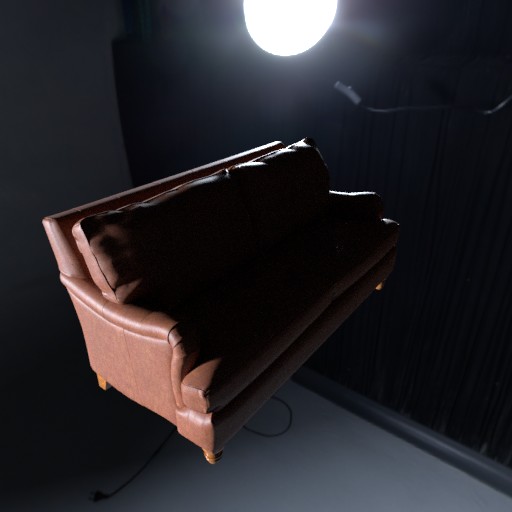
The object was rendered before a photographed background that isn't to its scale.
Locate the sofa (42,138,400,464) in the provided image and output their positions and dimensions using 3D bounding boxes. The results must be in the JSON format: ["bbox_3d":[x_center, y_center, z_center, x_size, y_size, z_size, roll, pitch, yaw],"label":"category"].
[{"bbox_3d":[0.000,0.000,2.804,1.147,1.071,2.144,19,33,32],"label":"sofa"}]
